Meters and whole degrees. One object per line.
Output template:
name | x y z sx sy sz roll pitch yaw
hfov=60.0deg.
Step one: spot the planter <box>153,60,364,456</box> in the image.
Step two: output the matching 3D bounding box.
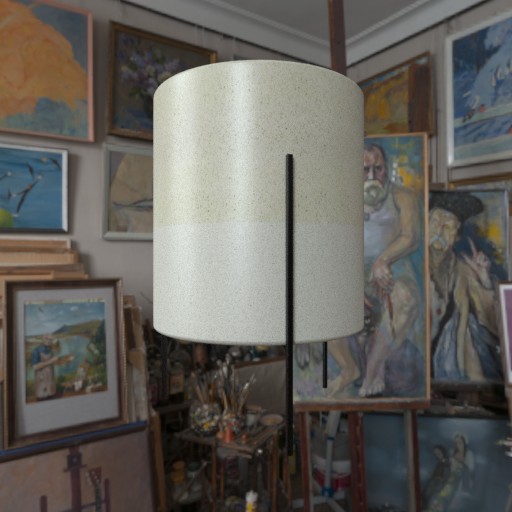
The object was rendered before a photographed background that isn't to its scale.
planter | 0.000 0.000 0.702 0.333 0.483 0.324 0 0 17
